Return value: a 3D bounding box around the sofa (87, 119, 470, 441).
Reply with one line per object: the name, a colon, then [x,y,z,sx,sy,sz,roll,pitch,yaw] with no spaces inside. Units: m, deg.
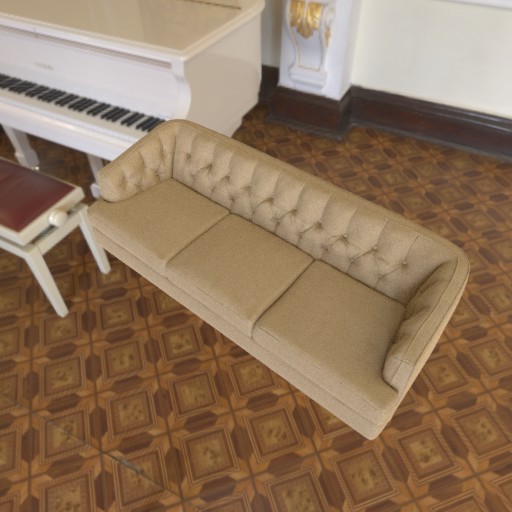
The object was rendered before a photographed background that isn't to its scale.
sofa: [0.000,0.000,2.723,2.235,0.788,0.913,31,54,26]
